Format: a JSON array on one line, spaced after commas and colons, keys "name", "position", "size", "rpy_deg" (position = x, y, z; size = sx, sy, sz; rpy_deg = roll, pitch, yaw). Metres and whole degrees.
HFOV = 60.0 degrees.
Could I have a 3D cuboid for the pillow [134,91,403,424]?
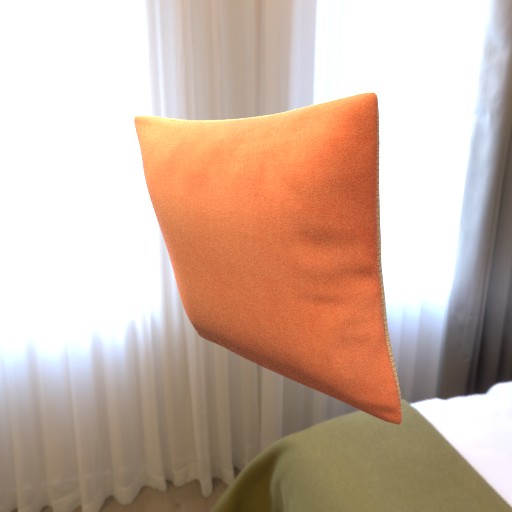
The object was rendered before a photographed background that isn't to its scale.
[{"name": "pillow", "position": [0.000, 0.000, 0.636], "size": [0.424, 0.401, 0.177], "rpy_deg": [13, 18, 43]}]
